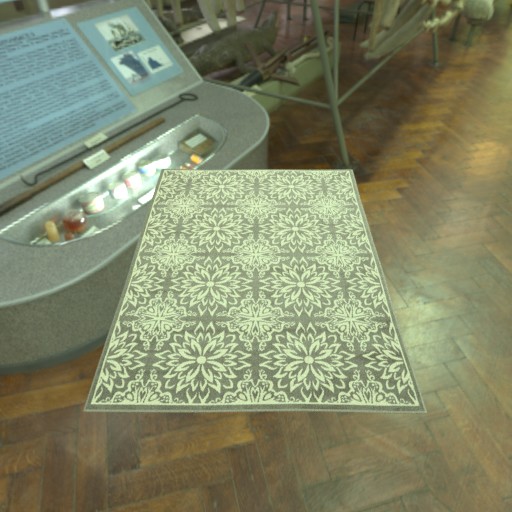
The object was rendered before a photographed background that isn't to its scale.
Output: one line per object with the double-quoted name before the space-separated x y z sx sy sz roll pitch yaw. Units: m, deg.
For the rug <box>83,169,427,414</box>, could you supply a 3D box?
"rug" 0.000 0.000 2.898 1.608 0.014 2.213 0 41 0
